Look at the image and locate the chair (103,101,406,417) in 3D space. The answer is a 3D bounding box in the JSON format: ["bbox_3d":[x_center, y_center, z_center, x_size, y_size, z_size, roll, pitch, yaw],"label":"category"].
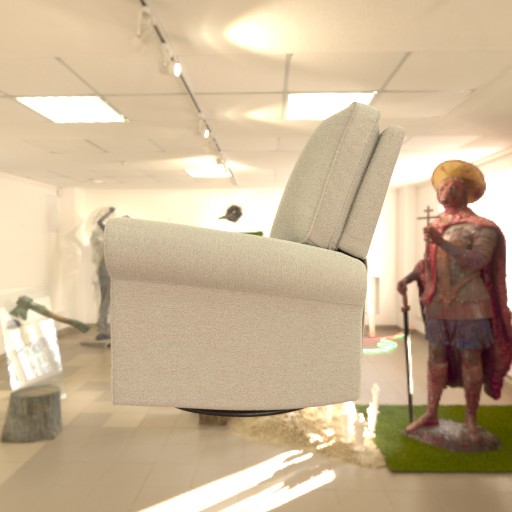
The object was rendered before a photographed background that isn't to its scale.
[{"bbox_3d":[0.000,0.000,1.642,0.878,0.960,0.890,0,2,1],"label":"chair"}]
